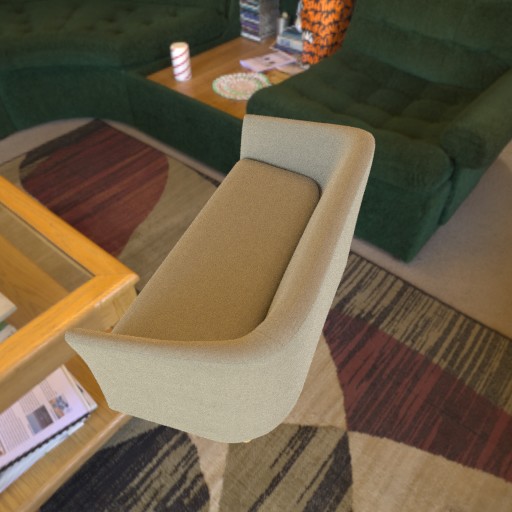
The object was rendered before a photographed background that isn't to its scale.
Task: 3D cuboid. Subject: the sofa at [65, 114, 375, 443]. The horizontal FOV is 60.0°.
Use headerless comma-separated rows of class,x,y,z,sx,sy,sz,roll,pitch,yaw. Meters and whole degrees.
sofa,0.000,0.000,1.879,0.705,0.721,1.452,16,49,15
